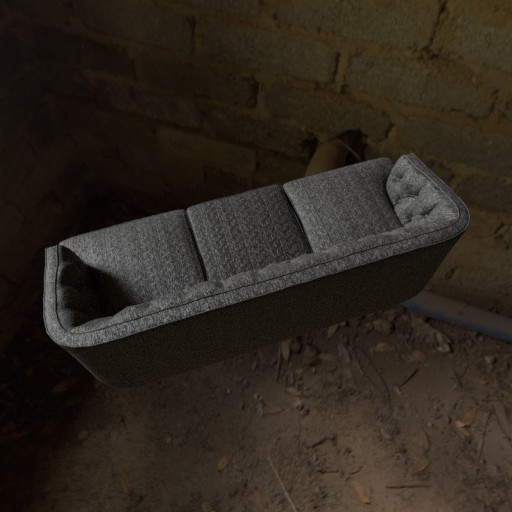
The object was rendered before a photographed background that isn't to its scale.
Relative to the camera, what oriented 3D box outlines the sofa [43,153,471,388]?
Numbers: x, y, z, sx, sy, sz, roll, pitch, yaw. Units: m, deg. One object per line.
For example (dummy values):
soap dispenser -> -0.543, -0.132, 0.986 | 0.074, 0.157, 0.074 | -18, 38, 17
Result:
sofa -> 0.000, 0.000, 2.693 | 2.278, 0.855, 0.941 | -16, 60, -9
